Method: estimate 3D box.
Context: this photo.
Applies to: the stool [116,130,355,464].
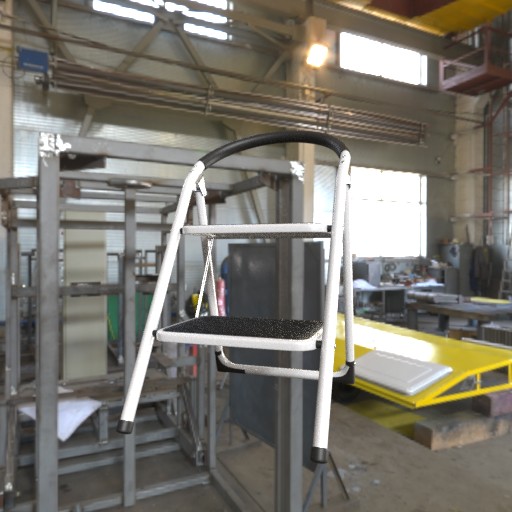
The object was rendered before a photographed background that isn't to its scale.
[{"bbox_3d":[0.000,0.000,1.122,0.453,0.760,0.559,0,1,18],"label":"stool"}]
